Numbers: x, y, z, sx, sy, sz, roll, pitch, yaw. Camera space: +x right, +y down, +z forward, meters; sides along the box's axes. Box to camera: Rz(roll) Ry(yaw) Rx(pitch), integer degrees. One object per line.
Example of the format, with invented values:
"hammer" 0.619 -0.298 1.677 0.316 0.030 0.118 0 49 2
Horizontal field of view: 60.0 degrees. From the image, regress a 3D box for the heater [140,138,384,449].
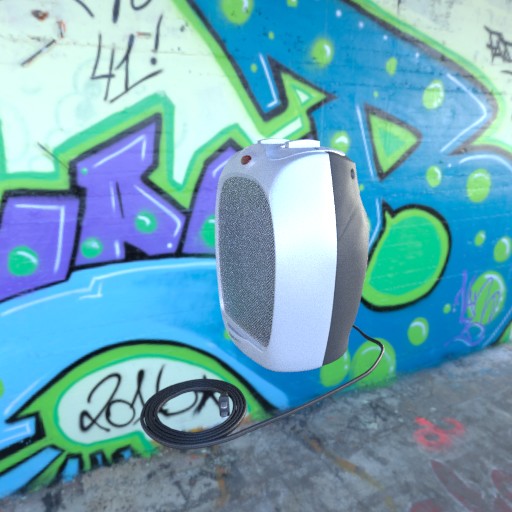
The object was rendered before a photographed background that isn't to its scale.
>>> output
"heater" 0.000 0.000 0.473 0.291 0.240 0.239 -8 18 -26
